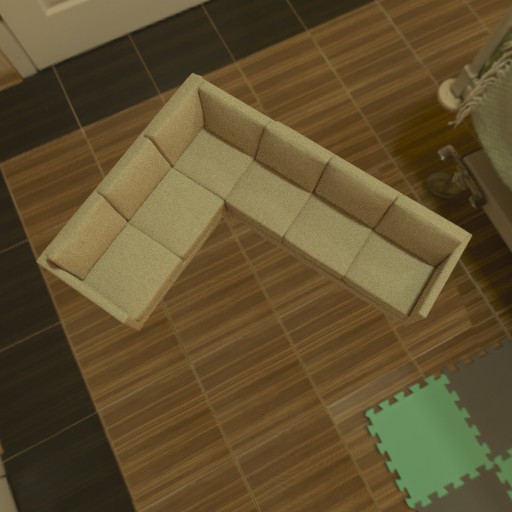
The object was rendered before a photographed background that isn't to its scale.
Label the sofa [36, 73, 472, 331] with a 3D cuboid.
[{"bbox_3d":[0.000,0.000,4.261,3.182,0.863,2.432,33,77,8],"label":"sofa"}]
